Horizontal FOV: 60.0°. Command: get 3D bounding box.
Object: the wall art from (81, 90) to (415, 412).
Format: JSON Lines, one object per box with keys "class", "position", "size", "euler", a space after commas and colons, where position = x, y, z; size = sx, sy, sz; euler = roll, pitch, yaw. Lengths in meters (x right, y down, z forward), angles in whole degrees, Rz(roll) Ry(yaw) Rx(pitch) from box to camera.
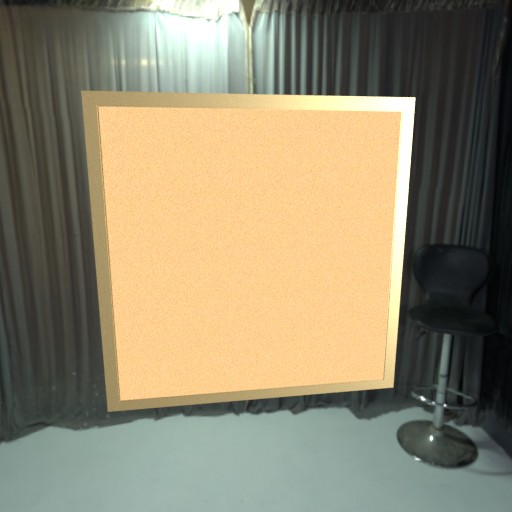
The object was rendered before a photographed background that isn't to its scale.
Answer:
{"class": "wall art", "position": [0.000, 0.000, 1.876], "size": [1.284, 1.284, 0.095], "euler": [-2, 13, -9]}
